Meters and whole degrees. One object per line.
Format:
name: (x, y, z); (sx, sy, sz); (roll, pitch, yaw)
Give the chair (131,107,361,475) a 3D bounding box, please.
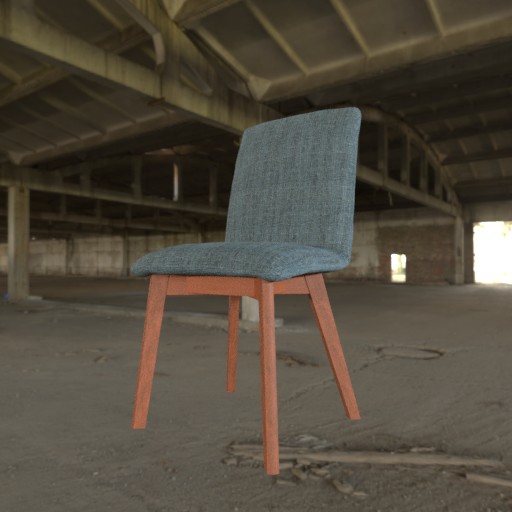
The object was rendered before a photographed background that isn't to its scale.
chair: (0.000, 0.000, 1.334); (0.522, 0.974, 0.563); (0, -1, 35)
